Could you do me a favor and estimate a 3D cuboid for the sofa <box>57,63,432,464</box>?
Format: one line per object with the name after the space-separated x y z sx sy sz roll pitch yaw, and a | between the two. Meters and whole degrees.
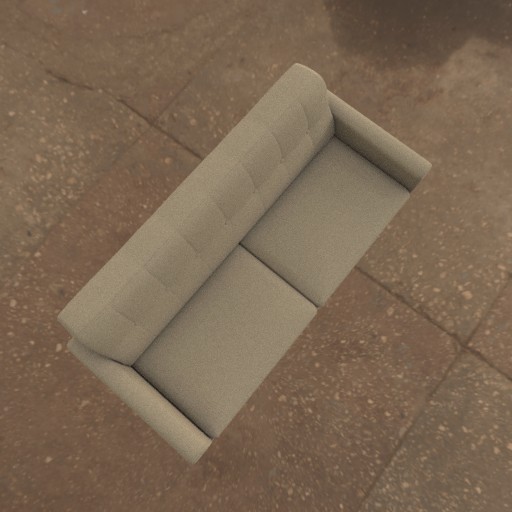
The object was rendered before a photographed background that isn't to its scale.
0.000 0.000 2.637 0.980 0.892 2.137 39 79 9 | sofa
